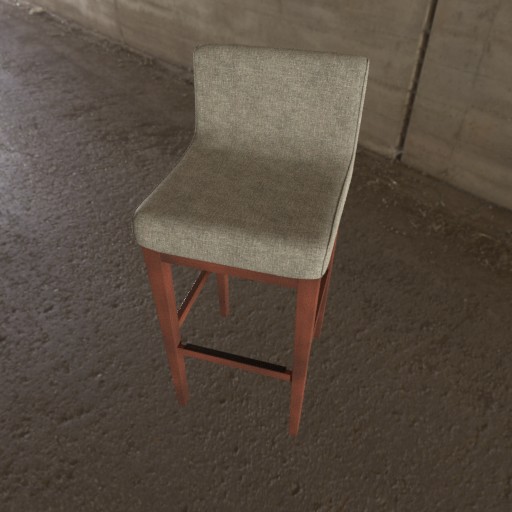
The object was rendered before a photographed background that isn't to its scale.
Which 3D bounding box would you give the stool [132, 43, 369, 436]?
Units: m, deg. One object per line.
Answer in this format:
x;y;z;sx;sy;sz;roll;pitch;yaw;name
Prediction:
0.000;0.000;1.215;0.426;0.965;0.499;11;41;12;stool
